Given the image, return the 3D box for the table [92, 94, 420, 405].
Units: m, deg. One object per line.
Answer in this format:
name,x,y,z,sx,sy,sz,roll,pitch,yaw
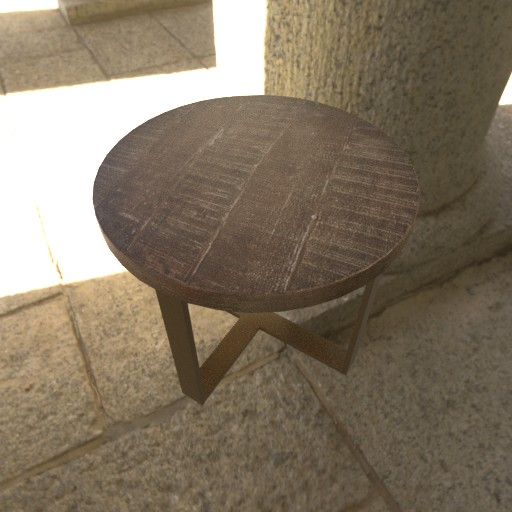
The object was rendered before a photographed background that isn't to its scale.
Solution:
table,0.000,0.000,0.936,0.557,0.437,0.557,0,47,0
